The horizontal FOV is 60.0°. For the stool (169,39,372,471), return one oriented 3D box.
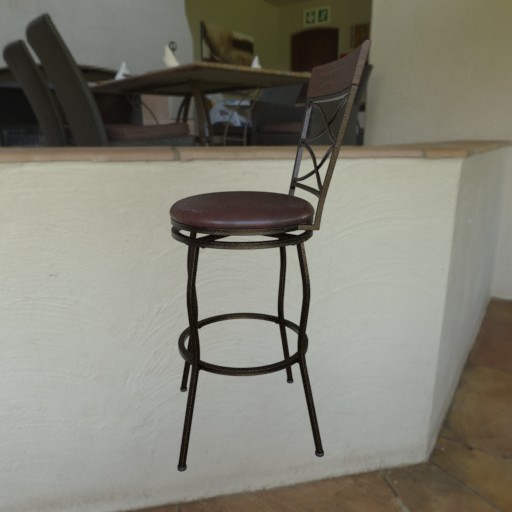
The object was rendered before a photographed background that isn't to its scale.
[{"bbox_3d":[0.000,0.000,1.344,0.513,1.130,0.448,-2,16,-8],"label":"stool"}]
